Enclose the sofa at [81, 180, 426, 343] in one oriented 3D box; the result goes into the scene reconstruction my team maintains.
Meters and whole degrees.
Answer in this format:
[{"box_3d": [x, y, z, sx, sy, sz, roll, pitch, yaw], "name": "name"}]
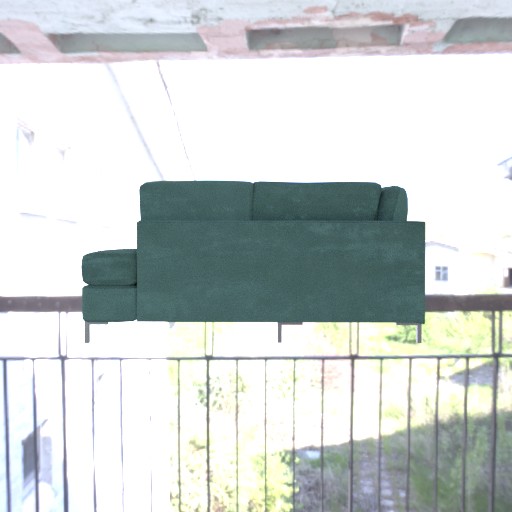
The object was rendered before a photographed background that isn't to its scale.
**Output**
[{"box_3d": [0.000, 0.000, 4.314, 2.055, 0.992, 3.434, 0, 1, 1], "name": "sofa"}]
